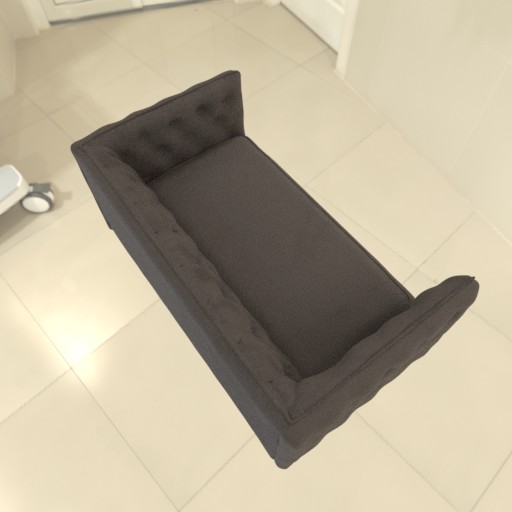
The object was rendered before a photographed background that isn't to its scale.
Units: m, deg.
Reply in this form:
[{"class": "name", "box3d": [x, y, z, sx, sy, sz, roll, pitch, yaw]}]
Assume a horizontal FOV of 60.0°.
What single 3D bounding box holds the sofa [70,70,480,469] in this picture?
[{"class": "sofa", "box3d": [0.000, 0.000, 2.068, 0.909, 0.810, 1.583, -33, 64, -18]}]
